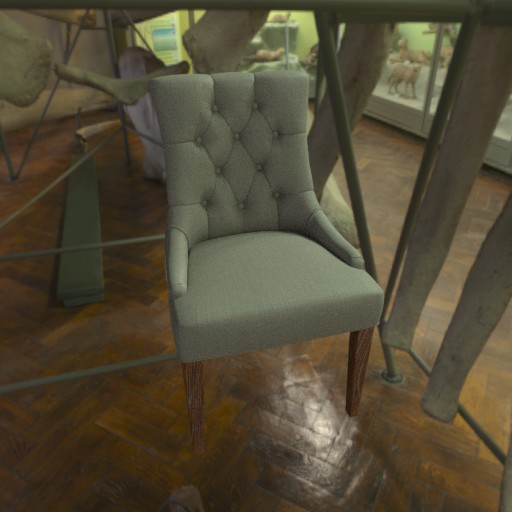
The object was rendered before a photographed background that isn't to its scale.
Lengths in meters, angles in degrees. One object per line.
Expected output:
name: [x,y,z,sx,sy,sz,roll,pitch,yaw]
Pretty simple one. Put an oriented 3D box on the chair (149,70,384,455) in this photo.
chair: [0.000,0.000,1.210,0.509,0.874,0.565,-8,31,-14]
